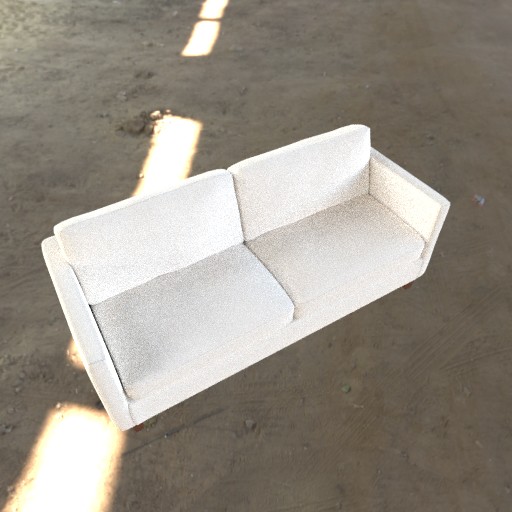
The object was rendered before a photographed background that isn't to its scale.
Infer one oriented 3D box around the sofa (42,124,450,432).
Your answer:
[{"bbox_3d":[0.000,0.000,2.623,2.139,0.933,0.924,-23,49,-21],"label":"sofa"}]
